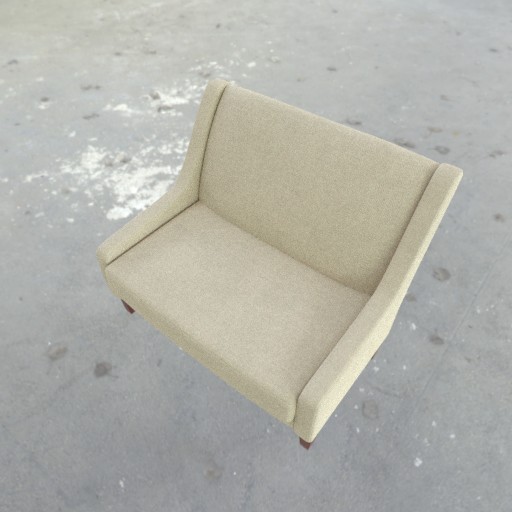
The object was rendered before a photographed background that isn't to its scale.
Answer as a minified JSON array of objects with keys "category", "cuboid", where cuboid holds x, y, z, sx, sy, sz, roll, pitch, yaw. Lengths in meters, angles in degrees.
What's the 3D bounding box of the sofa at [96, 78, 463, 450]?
[{"category":"sofa","cuboid":[0.000,0.000,1.955,1.212,0.976,0.946,30,53,26]}]
